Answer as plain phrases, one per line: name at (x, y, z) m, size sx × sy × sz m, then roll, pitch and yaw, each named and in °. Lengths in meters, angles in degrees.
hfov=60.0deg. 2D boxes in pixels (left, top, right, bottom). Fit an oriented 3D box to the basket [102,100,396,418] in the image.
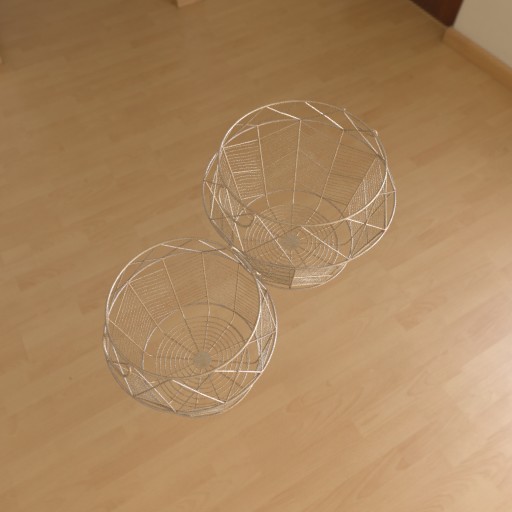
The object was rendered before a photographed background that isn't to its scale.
basket at (0.000, 0.000, 1.026) m, size 0.451 × 0.343 × 0.805 m, roll 30°, pitch 63°, yaw 17°
